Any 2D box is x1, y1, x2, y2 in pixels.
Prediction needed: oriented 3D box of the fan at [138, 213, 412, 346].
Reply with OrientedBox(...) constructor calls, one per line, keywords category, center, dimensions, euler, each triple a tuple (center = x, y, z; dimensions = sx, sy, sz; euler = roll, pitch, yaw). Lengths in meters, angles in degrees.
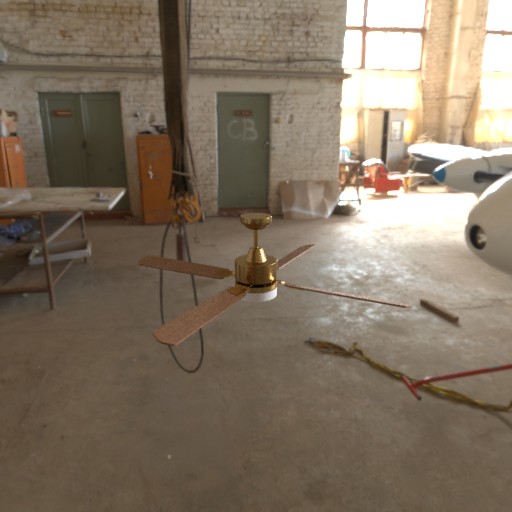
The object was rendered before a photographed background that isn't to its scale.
OrientedBox(category="fan", center=(0.000, 0.000, 1.926), dimensions=(1.320, 0.355, 1.320), euler=(8, 18, 26))
